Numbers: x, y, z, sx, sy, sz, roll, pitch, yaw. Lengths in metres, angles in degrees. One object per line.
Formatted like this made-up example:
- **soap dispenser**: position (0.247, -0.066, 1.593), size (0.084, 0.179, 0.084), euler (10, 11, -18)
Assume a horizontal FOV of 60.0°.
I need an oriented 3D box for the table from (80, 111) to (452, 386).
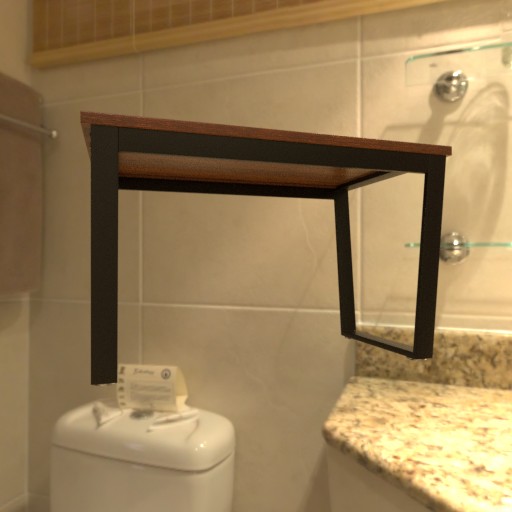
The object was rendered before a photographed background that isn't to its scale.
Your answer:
- **table**: position (0.000, 0.000, 1.695), size (1.205, 0.760, 0.714), euler (0, -1, -18)
